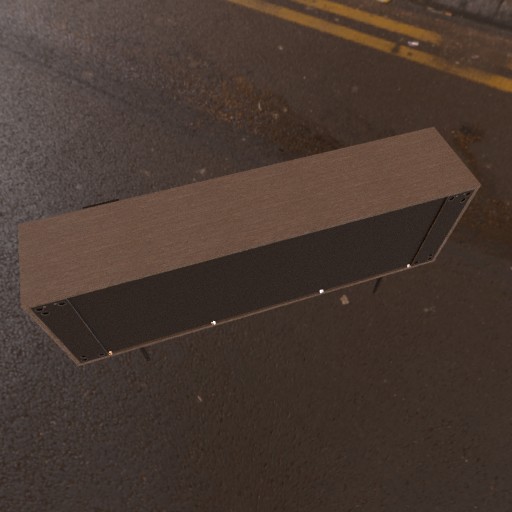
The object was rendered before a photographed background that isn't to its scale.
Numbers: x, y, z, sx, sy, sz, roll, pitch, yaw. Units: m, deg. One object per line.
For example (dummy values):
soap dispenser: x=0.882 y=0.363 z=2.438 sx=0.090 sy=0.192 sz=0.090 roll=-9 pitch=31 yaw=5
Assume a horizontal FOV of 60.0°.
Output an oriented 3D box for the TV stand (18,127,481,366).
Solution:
TV stand: x=0.000 y=0.000 z=2.088 sx=1.804 sy=0.787 sz=0.405 roll=-15 pitch=58 yaw=-10
